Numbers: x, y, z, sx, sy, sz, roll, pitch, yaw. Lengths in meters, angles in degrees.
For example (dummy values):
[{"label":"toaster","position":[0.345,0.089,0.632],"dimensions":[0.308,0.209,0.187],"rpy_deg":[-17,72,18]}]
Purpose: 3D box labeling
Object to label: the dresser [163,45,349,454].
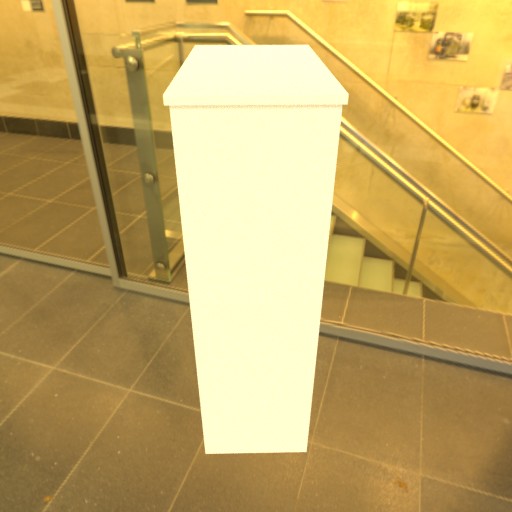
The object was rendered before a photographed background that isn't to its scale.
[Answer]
[{"label":"dresser","position":[0.000,0.000,1.555],"dimensions":[0.399,1.255,0.704],"rpy_deg":[-1,33,-1]}]
